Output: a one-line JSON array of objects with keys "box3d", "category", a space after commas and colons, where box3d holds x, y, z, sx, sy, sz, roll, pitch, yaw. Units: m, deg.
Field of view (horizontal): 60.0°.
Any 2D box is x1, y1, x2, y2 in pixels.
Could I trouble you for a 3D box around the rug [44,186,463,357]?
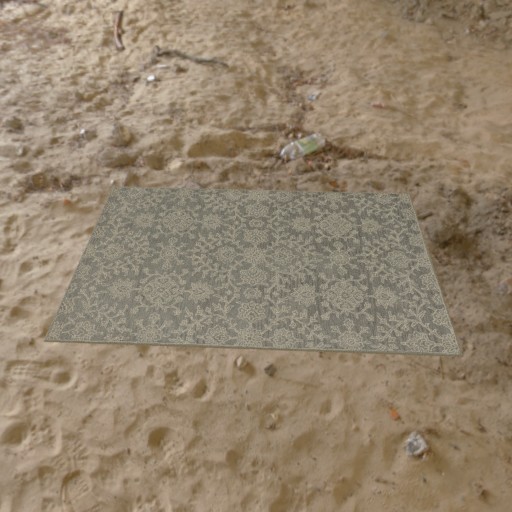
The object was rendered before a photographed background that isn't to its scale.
[{"box3d": [0.000, 0.000, 3.095, 2.430, 0.010, 1.515, 2, 45, 2], "category": "rug"}]
